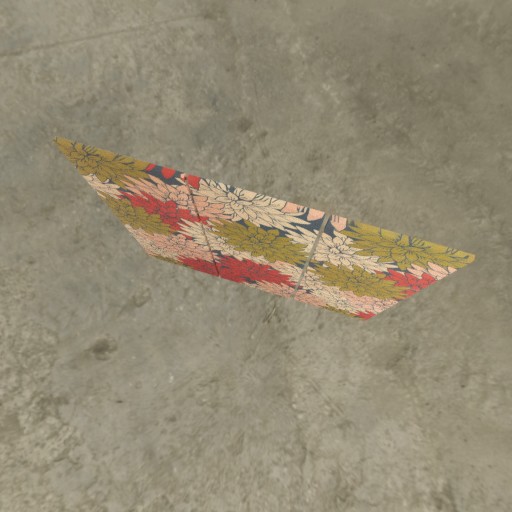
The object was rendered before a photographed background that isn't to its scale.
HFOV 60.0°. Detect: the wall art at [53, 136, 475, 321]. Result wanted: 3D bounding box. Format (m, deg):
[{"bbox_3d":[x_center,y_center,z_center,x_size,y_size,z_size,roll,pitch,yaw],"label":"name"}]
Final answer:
[{"bbox_3d":[0.000,0.000,1.351,0.904,0.913,0.013,16,75,5],"label":"wall art"}]
